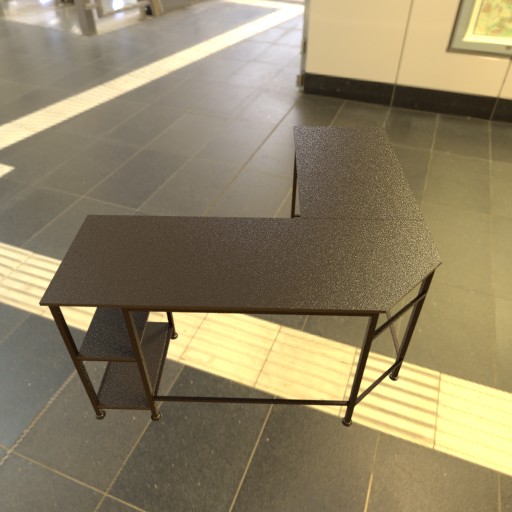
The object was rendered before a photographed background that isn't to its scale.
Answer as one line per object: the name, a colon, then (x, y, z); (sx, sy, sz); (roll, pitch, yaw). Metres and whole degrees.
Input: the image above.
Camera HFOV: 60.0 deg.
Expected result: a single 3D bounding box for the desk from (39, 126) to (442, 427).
desk: (0.000, 0.000, 2.196); (1.379, 0.739, 1.379); (1, 41, 1)
